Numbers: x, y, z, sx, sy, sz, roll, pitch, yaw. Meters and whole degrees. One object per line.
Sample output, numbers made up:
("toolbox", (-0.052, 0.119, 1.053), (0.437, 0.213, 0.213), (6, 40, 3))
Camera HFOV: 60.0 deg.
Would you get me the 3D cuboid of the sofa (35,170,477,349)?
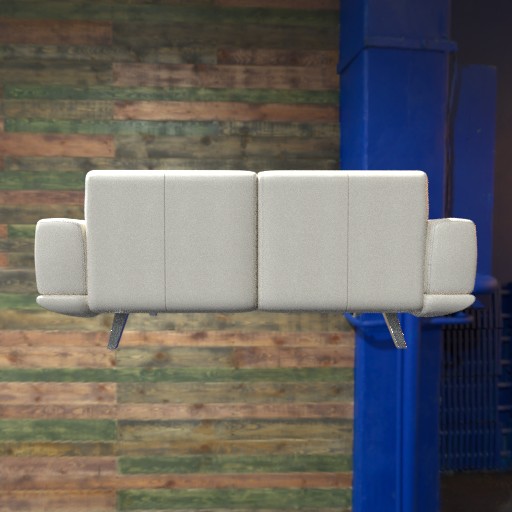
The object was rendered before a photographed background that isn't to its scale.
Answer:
("sofa", (0.000, 0.000, 2.321), (1.901, 0.772, 0.900), (0, 2, -1))
